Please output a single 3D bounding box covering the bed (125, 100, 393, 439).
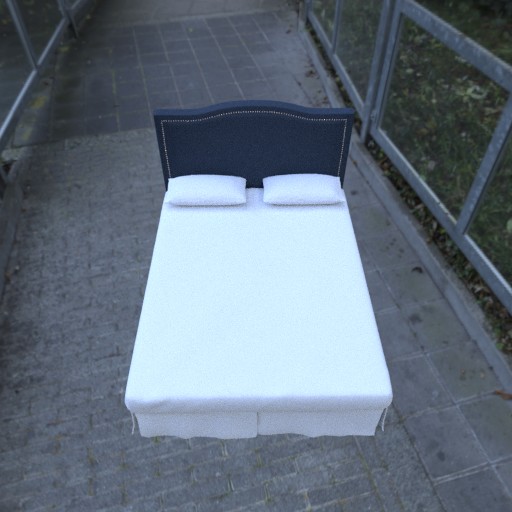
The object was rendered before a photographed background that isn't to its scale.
[{"bbox_3d":[0.000,0.000,3.444,1.821,1.436,2.282,-1,46,-1],"label":"bed"}]
